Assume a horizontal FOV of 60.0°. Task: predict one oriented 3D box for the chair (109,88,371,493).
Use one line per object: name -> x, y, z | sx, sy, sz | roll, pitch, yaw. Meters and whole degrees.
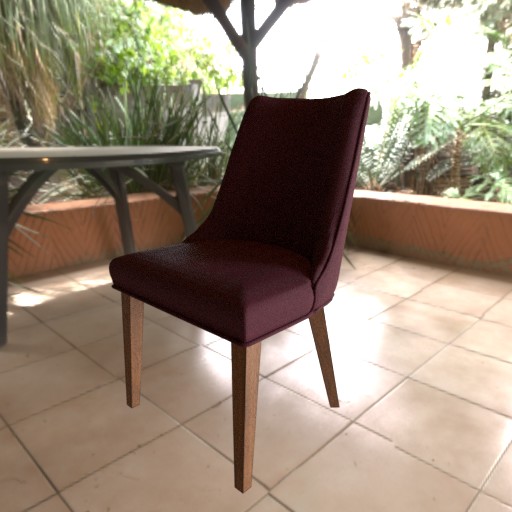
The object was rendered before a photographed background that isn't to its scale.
chair -> 0.000, 0.000, 1.280 | 0.548, 0.916, 0.638 | 14, 21, 42
